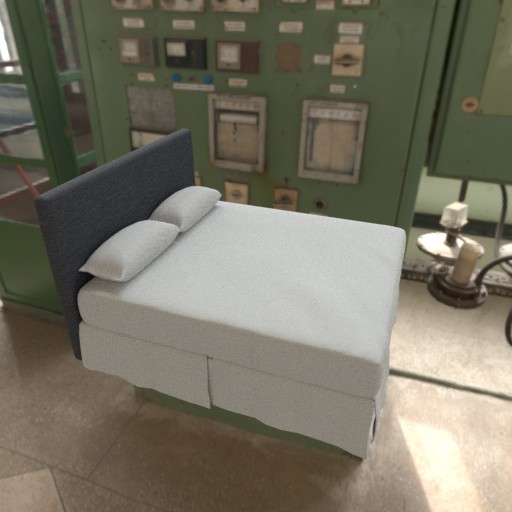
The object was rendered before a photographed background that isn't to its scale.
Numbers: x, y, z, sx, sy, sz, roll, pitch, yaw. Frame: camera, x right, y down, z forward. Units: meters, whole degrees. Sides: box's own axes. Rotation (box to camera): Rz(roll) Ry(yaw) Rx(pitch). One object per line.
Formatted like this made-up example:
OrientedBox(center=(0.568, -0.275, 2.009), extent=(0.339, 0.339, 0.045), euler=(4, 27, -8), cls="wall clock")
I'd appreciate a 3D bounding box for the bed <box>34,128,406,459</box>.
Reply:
OrientedBox(center=(0.000, 0.000, 3.297), extent=(2.142, 1.330, 1.884), euler=(10, 31, 18), cls="bed")
